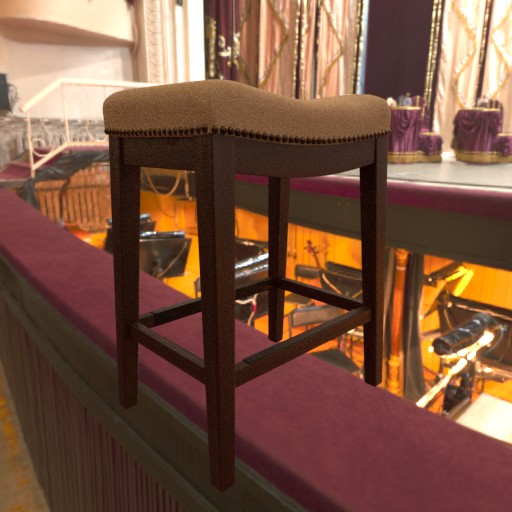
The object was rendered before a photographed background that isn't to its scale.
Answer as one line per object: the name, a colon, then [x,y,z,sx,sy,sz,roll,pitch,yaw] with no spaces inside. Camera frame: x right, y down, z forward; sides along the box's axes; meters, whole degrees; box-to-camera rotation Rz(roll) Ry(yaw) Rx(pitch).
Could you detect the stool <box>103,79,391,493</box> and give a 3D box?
stool: [0.000,0.000,0.956,0.509,0.669,0.363,-14,20,-42]
